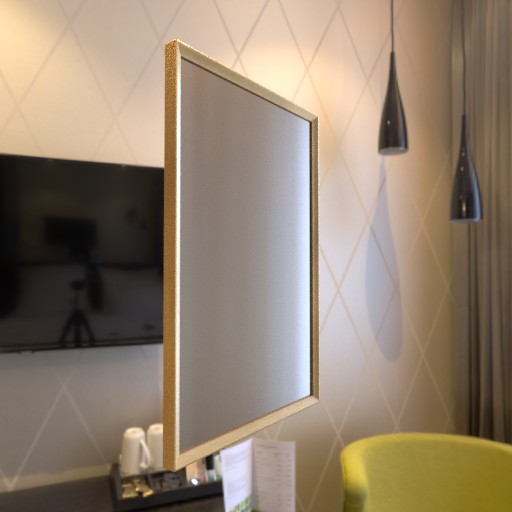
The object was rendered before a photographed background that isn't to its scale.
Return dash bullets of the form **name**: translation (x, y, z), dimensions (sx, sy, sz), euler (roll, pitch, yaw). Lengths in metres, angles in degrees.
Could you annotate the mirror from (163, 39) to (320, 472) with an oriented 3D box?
- **mirror**: translation (0.000, 0.000, 1.188), dimensions (0.041, 0.915, 0.609), euler (-1, -2, 38)
